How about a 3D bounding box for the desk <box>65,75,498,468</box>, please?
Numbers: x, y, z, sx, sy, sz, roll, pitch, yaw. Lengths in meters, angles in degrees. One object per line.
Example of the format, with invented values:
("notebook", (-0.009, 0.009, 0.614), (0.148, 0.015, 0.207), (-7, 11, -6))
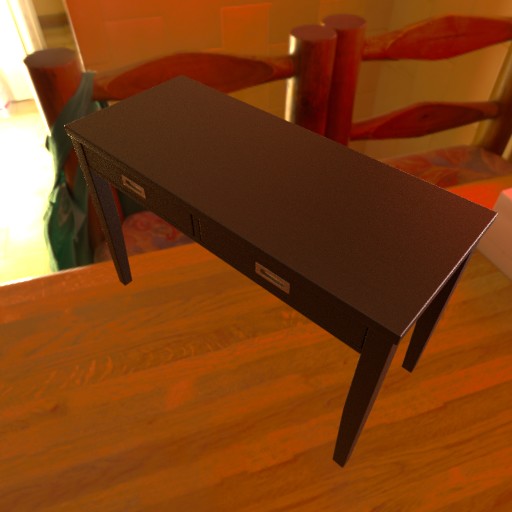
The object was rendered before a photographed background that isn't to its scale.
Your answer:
("desk", (0.000, 0.000, 1.568), (1.220, 0.775, 0.508), (33, 54, 28))
